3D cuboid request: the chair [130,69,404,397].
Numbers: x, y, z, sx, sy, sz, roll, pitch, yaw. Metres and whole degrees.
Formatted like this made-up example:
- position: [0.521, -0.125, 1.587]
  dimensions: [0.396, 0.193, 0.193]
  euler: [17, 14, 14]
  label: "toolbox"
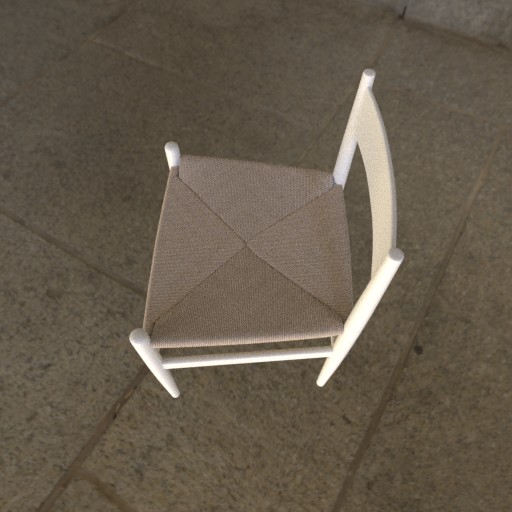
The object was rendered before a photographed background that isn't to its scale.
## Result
- position: [0.000, 0.000, 1.113]
  dimensions: [0.495, 0.762, 0.556]
  euler: [2, 60, 1]
  label: "chair"
